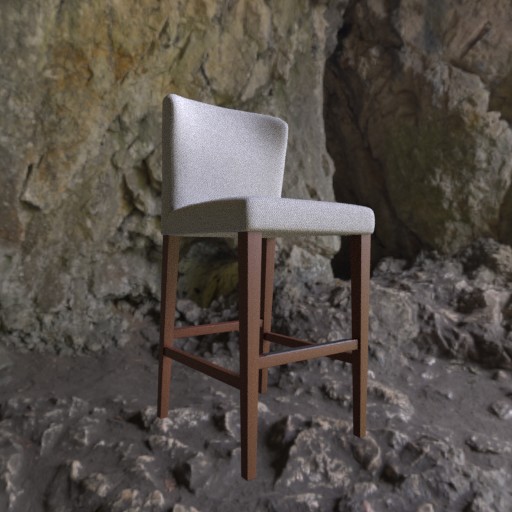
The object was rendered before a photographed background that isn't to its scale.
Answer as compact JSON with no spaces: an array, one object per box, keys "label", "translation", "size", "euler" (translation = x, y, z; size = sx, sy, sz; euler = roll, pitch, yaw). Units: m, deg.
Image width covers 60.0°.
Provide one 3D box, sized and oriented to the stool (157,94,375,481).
[{"label":"stool","translation":[0.000,0.000,1.386],"size":[0.481,1.069,0.568],"euler":[-1,1,-36]}]
